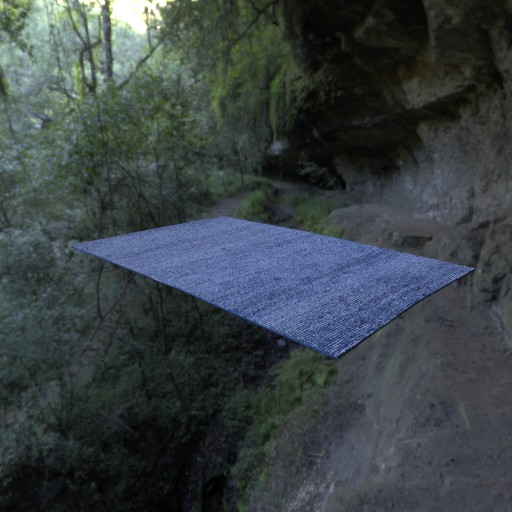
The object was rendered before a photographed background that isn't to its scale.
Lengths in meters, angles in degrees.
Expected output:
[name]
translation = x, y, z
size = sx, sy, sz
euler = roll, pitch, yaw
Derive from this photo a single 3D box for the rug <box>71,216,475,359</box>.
[rug]
translation = 0.000, 0.000, 2.291
size = 1.793, 0.025, 1.159
euler = 16, 23, 42
